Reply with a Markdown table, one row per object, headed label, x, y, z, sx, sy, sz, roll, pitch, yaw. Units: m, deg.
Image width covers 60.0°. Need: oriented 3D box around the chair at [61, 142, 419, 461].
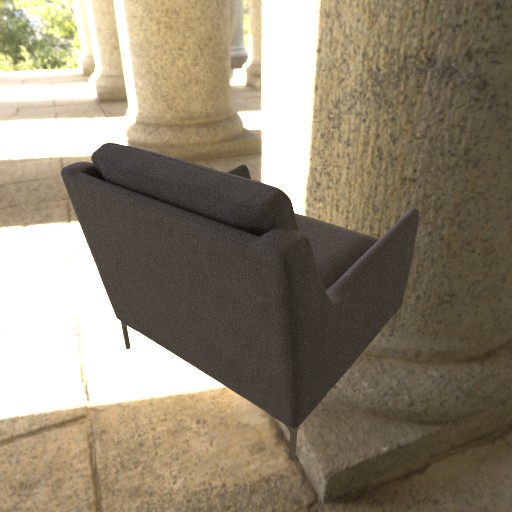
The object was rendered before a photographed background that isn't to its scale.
| label | x | y | z | sx | sy | sz | roll | pitch | yaw |
| --- | --- | --- | --- | --- | --- | --- | --- | --- | --- |
| chair | 0.000 | 0.000 | 1.543 | 0.847 | 0.828 | 0.849 | 21 | 36 | 33 |
